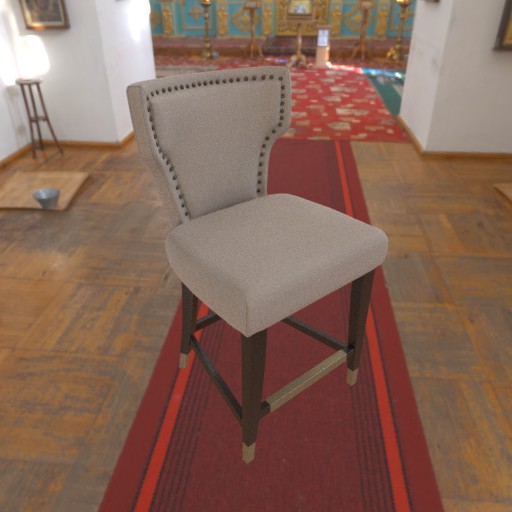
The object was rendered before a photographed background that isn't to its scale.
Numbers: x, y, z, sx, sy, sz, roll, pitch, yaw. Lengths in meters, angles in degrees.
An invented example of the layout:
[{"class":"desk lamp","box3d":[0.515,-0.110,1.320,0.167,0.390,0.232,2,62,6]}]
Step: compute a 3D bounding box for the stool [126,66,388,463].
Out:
[{"class":"stool","box3d":[0.000,0.000,1.324,0.527,0.982,0.563,-23,38,-33]}]
